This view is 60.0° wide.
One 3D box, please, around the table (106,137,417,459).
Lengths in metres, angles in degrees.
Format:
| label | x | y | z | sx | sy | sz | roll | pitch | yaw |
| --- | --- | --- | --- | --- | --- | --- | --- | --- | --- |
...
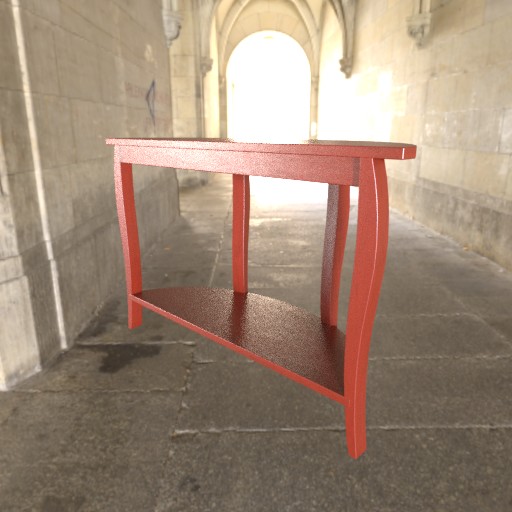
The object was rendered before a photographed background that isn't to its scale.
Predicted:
| label | x | y | z | sx | sy | sz | roll | pitch | yaw |
| --- | --- | --- | --- | --- | --- | --- | --- | --- | --- |
| table | 0.000 | 0.000 | 1.538 | 1.219 | 0.779 | 0.405 | 15 | 22 | 42 |
